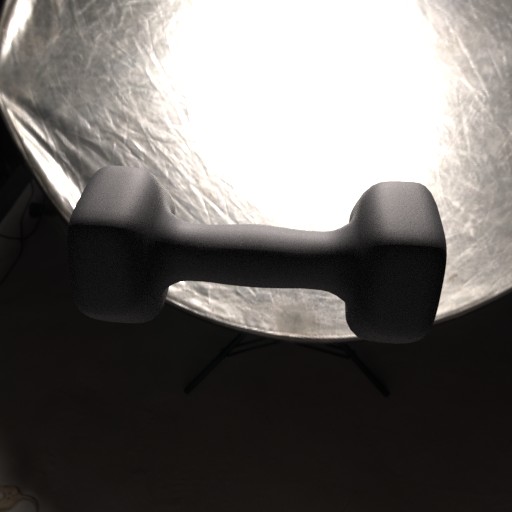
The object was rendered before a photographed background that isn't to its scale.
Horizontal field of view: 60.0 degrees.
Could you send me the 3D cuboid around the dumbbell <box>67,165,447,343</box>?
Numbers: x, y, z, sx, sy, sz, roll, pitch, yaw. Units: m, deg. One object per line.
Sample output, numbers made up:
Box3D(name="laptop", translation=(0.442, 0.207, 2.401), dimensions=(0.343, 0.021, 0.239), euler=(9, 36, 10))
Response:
Box3D(name="dumbbell", translation=(0.000, 0.000, 0.309), dimensions=(0.240, 0.105, 0.116), euler=(4, 48, 4))
